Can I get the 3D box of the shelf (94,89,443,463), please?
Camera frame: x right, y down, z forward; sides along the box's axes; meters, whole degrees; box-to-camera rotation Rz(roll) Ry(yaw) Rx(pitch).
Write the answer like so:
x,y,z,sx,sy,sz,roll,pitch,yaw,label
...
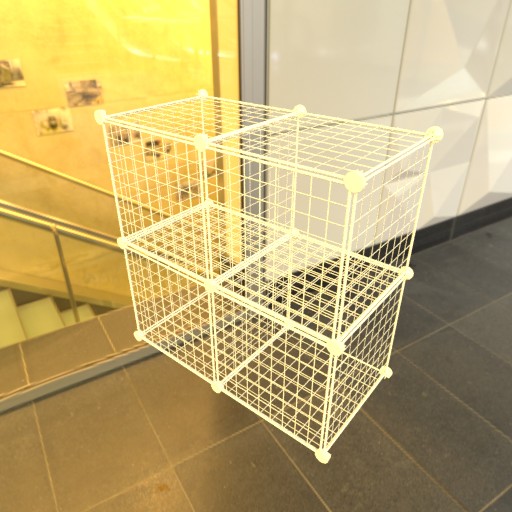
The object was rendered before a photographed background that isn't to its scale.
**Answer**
x,y,z,sx,sy,sz,roll,pitch,yaw,label
0.000,0.000,1.165,0.711,0.711,0.356,22,37,33,shelf
